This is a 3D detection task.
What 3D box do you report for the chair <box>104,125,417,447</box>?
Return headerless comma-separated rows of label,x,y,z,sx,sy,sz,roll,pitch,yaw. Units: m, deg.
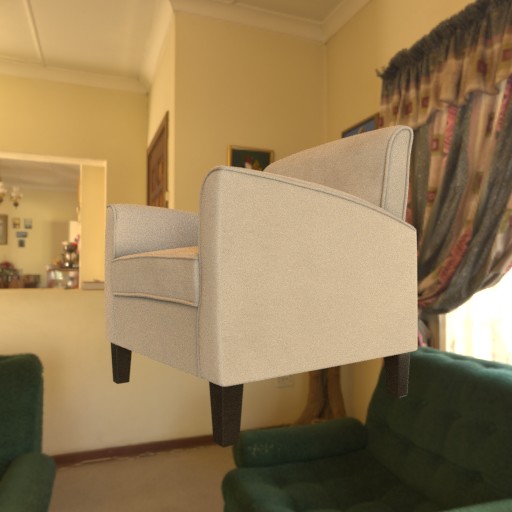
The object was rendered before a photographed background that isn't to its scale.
chair,0.000,0.000,1.555,0.821,0.915,0.820,1,-2,-37
